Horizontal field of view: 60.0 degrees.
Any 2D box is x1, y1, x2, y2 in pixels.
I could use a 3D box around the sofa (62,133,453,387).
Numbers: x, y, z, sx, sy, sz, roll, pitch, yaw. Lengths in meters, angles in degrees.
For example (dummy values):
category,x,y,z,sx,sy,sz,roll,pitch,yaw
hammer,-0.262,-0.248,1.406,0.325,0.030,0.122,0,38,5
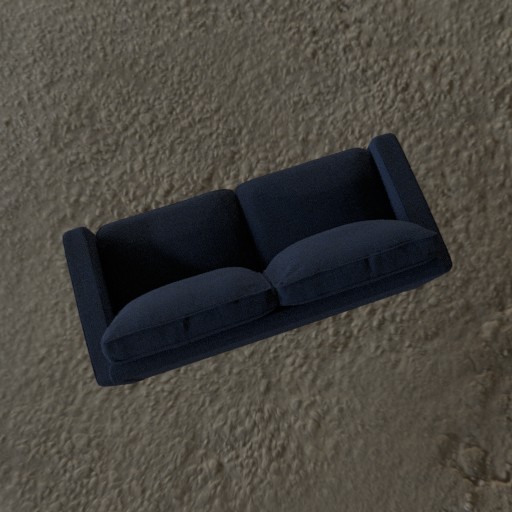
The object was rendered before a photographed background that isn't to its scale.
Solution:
category,x,y,z,sx,sy,sz,roll,pitch,yaw
sofa,0.000,0.000,2.645,2.080,0.919,0.940,-18,76,-4
